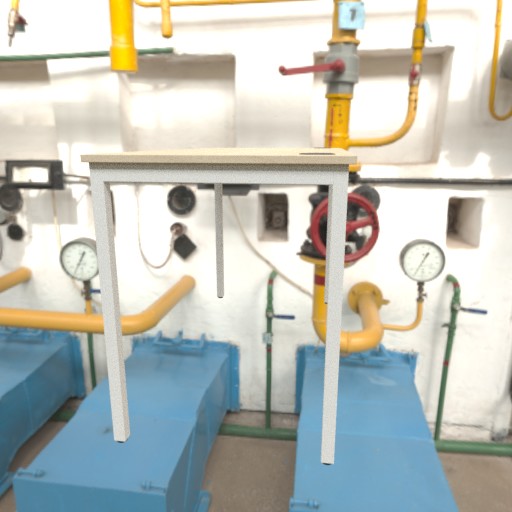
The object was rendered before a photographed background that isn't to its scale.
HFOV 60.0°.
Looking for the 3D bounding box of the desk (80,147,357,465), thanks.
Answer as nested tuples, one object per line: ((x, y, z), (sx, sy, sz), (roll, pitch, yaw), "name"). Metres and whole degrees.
((0.000, 0.000, 1.601), (0.600, 0.750, 1.200), (2, 15, 9), "desk")
